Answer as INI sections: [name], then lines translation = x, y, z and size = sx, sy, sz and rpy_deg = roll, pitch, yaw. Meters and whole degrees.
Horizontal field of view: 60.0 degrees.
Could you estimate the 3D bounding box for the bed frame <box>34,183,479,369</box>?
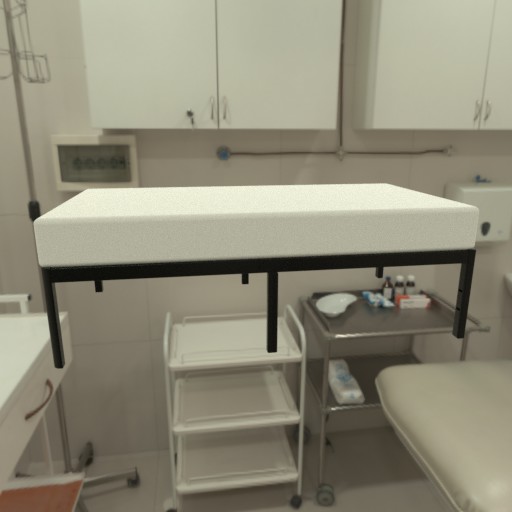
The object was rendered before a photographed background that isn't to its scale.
[bed frame]
translation = 0.000, 0.000, 2.454
size = 1.950, 0.659, 1.023
rpy_deg = -2, 16, -8
